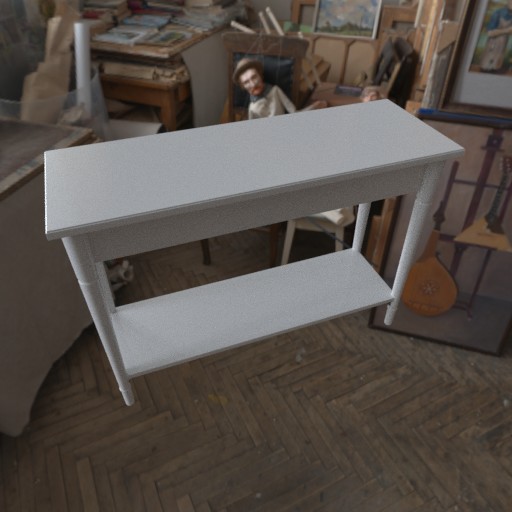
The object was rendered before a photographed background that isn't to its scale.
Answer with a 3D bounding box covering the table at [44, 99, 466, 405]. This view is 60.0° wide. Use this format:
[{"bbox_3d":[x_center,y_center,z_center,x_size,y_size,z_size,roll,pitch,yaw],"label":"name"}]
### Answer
[{"bbox_3d":[0.000,0.000,1.432,1.067,0.749,0.381,-14,42,-15],"label":"table"}]
